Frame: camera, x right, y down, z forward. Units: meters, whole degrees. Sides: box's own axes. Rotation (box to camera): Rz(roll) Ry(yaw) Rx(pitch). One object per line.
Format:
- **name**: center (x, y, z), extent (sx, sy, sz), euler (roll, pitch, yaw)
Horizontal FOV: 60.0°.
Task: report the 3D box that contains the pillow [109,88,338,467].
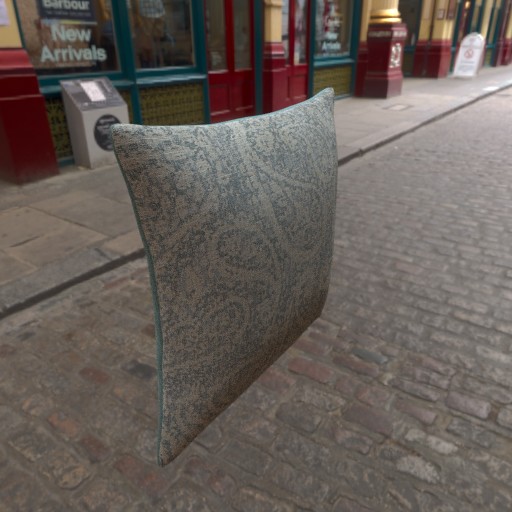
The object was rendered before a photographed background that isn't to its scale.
- **pillow**: center (0.000, 0.000, 0.761), extent (0.166, 0.507, 0.526), euler (17, 30, 31)
